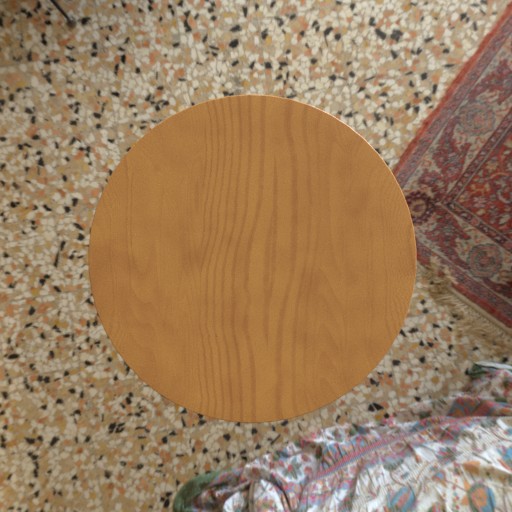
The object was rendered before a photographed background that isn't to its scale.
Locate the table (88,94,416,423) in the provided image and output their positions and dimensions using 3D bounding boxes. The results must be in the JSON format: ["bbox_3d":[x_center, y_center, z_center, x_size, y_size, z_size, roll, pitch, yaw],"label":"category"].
[{"bbox_3d":[0.000,0.000,1.108,0.597,0.612,0.597,0,91,2],"label":"table"}]
